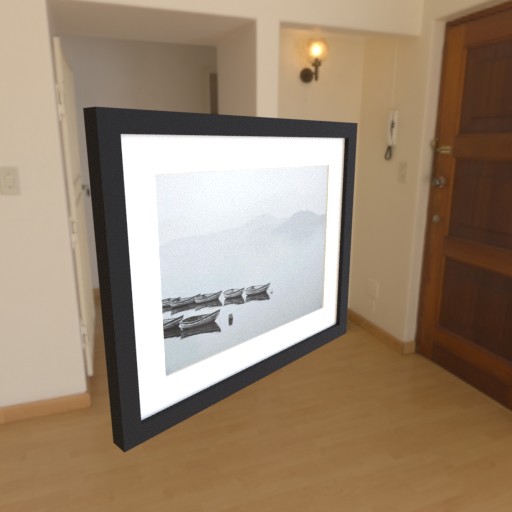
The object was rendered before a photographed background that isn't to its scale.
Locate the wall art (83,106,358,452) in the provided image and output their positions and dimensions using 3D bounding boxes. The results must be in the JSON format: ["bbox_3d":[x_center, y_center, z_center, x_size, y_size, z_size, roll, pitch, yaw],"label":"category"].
[{"bbox_3d":[0.000,0.000,0.760,0.030,0.454,0.554,13,19,42],"label":"wall art"}]
